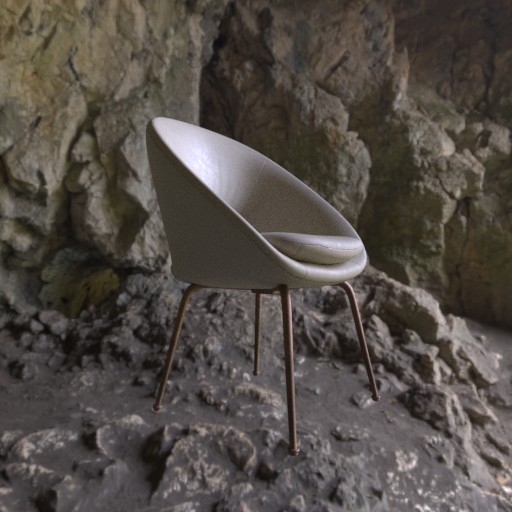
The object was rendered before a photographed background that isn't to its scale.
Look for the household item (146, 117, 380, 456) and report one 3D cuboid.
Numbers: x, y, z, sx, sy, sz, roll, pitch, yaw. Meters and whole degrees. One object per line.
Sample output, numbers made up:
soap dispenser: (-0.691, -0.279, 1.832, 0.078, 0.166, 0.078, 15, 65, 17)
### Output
household item: (0.000, 0.000, 1.287, 0.573, 0.852, 0.623, 0, 0, 38)
